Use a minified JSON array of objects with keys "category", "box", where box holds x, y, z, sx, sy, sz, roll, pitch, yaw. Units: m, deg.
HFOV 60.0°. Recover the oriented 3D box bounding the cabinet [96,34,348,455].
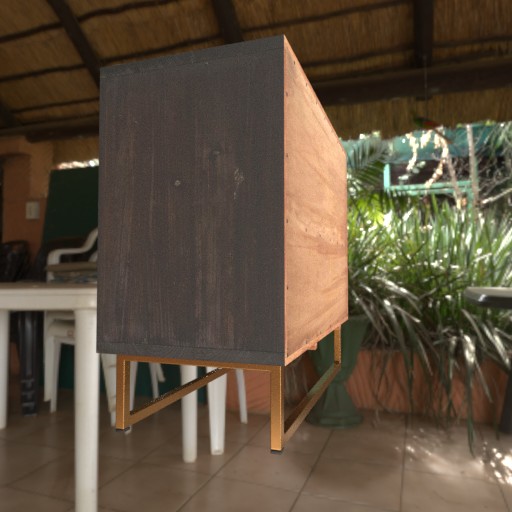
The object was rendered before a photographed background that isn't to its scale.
[{"category":"cabinet","box":[0.000,0.000,1.404,0.451,0.860,0.950,-1,-2,19]}]
